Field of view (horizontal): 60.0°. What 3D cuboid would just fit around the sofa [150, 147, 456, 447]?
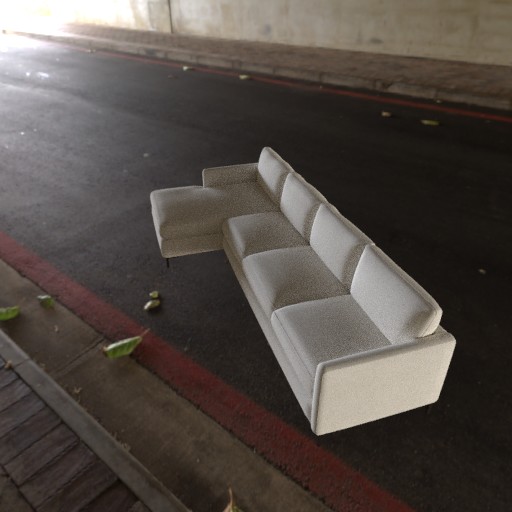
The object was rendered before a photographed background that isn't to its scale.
[{"bbox_3d":[0.000,0.000,3.748,1.467,0.875,3.186,-10,33,-15],"label":"sofa"}]
